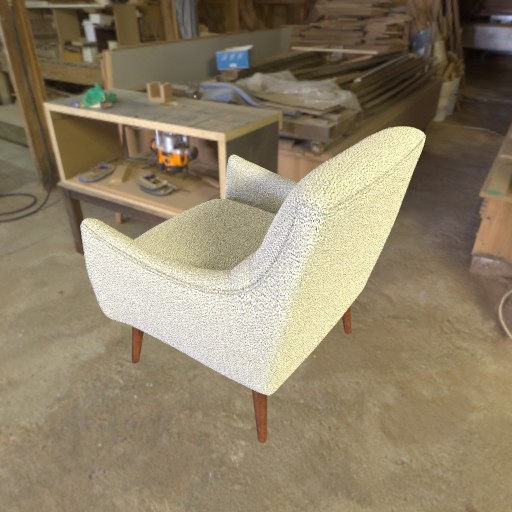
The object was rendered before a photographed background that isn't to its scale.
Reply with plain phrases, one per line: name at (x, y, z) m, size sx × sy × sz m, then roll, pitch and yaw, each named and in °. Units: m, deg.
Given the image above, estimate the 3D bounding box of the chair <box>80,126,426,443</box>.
chair at (0.000, 0.000, 1.431) m, size 0.787 × 0.838 × 0.762 m, roll 20°, pitch 37°, yaw 30°
